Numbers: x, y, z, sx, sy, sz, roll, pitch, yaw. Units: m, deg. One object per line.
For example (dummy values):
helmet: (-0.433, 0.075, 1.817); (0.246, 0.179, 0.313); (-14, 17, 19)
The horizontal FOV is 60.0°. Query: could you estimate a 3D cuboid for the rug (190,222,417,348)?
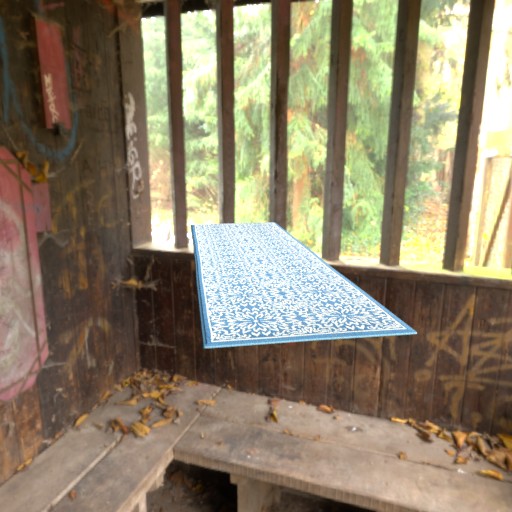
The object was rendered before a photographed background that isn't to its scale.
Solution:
rug: (0.000, 0.000, 2.377); (0.662, 0.011, 2.196); (-2, 14, -9)
